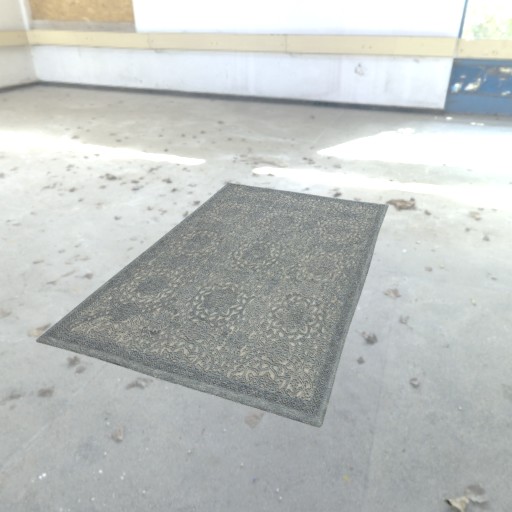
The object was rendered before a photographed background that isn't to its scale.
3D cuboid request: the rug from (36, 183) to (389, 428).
[{"bbox_3d":[0.000,0.000,3.096,1.535,0.022,2.498,11,32,18],"label":"rug"}]
